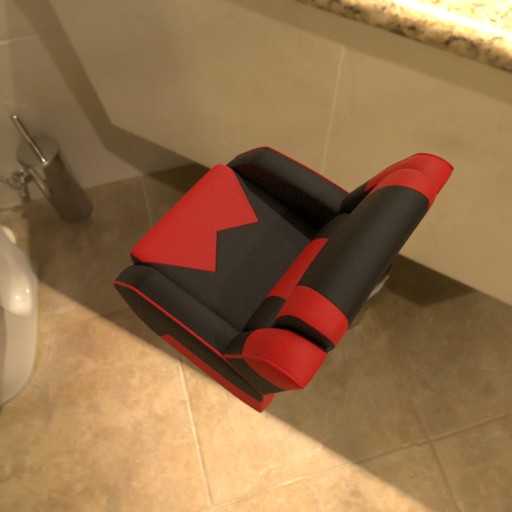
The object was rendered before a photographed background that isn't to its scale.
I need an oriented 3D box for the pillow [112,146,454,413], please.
[{"bbox_3d":[0.000,0.000,1.291,0.672,0.805,0.620,34,68,16],"label":"pillow"}]
